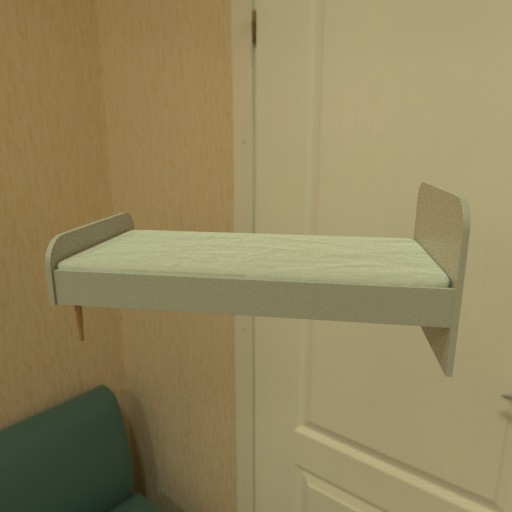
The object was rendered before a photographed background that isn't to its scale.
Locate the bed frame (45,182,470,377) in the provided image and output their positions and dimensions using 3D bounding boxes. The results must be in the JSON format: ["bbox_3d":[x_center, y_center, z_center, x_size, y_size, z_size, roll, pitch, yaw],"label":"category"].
[{"bbox_3d":[0.000,0.000,2.539,1.963,0.805,0.998,2,15,9],"label":"bed frame"}]
